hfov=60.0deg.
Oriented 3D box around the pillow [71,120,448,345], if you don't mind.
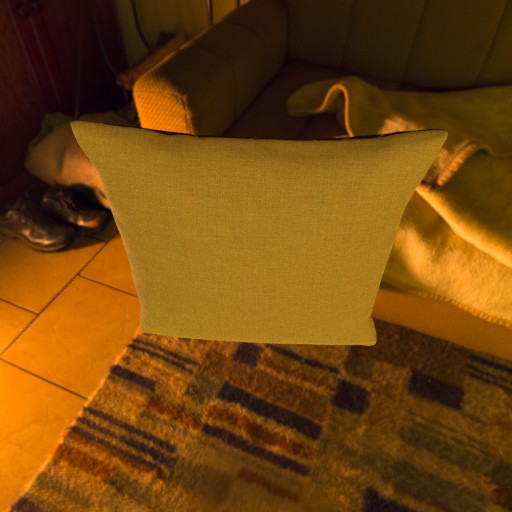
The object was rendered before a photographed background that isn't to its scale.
[{"bbox_3d":[0.000,0.000,0.783,0.517,0.508,0.158,2,46,2],"label":"pillow"}]
